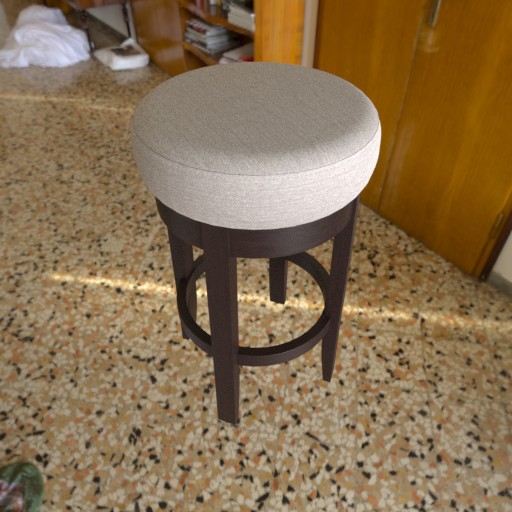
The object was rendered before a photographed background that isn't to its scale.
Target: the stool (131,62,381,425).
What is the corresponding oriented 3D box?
[{"bbox_3d":[0.000,0.000,1.013,0.443,0.757,0.443,0,42,0],"label":"stool"}]
